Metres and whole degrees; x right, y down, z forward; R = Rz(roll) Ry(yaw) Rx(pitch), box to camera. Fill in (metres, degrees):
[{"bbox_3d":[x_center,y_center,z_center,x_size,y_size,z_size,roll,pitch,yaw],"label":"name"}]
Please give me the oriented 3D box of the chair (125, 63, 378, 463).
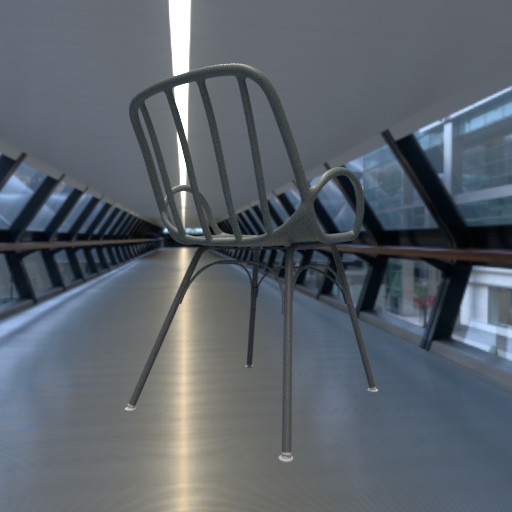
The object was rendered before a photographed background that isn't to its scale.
[{"bbox_3d":[0.000,0.000,1.226,0.549,0.816,0.597,1,1,35],"label":"chair"}]
